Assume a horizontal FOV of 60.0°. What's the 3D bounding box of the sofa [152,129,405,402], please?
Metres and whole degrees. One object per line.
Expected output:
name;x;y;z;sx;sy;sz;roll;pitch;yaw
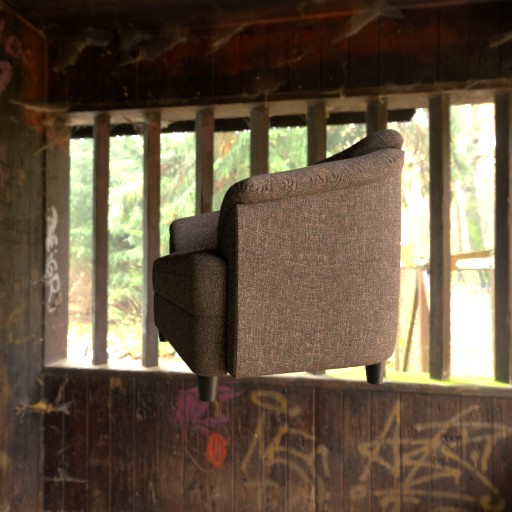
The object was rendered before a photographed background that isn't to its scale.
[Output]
sofa;0.000;0.000;1.967;0.799;0.895;1.404;0;-1;-19
